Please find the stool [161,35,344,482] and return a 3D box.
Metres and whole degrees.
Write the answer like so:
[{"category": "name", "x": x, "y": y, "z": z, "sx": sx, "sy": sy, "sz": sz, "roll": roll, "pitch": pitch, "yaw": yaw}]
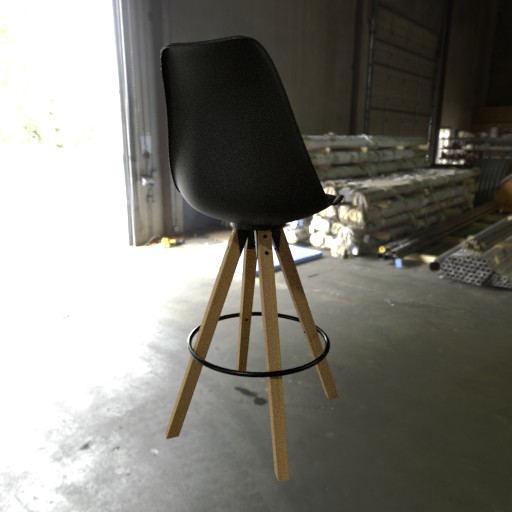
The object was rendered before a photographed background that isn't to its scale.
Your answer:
[{"category": "stool", "x": 0.000, "y": 0.000, "z": 1.346, "sx": 0.485, "sy": 1.115, "sz": 0.550, "roll": 8, "pitch": 17, "yaw": 27}]
